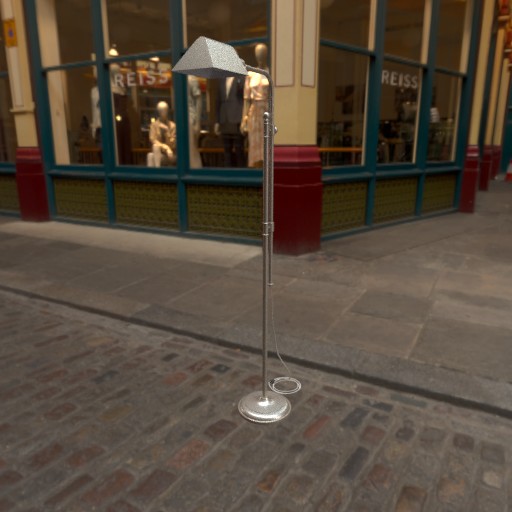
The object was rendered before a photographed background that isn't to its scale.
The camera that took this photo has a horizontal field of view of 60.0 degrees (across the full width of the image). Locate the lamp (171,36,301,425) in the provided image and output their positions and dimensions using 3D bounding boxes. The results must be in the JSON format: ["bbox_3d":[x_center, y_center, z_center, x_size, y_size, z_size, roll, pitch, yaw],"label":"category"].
[{"bbox_3d":[0.000,0.000,1.873,0.256,1.571,0.813,8,17,28],"label":"lamp"}]
